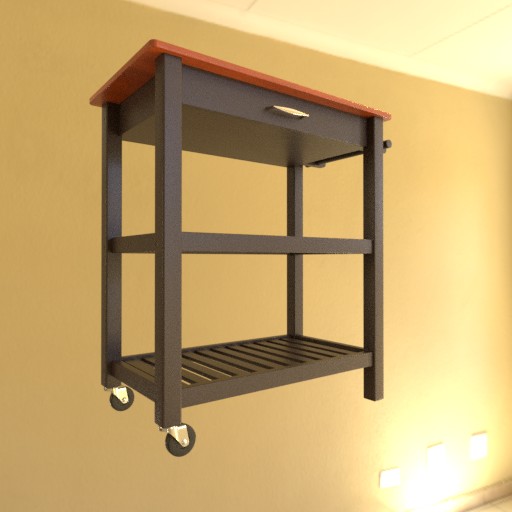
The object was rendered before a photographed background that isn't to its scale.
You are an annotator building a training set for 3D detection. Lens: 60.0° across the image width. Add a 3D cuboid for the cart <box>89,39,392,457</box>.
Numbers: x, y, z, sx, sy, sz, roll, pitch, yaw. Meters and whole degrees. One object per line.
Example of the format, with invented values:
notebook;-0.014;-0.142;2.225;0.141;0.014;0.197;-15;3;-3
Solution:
cart;0.000;0.000;1.396;0.899;0.927;0.457;0;-1;-37
